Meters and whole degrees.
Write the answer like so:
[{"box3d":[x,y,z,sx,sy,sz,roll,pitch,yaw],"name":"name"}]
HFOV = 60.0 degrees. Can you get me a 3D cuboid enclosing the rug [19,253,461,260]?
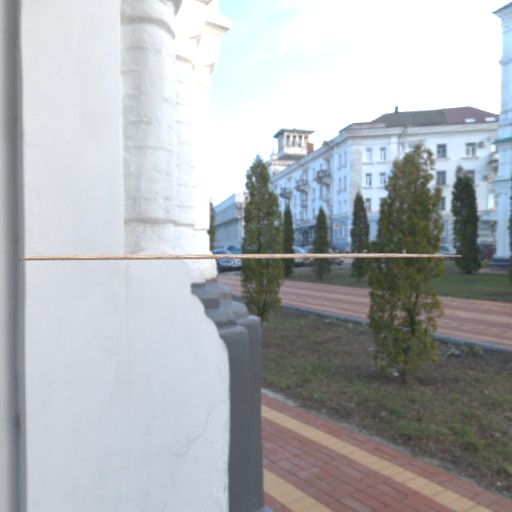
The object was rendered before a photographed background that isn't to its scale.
[{"box3d":[0.000,0.000,2.663,2.437,0.013,0.685,0,1,-18],"name":"rug"}]
